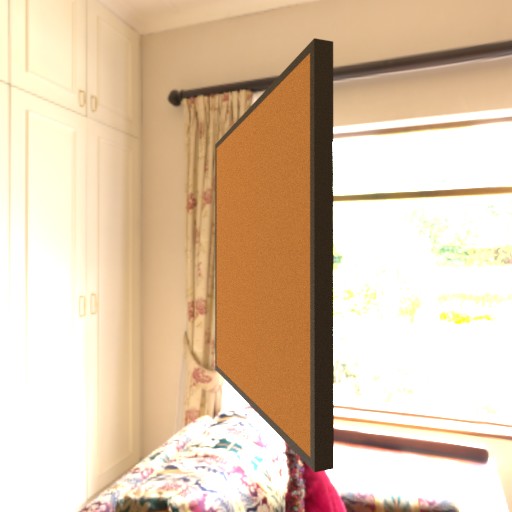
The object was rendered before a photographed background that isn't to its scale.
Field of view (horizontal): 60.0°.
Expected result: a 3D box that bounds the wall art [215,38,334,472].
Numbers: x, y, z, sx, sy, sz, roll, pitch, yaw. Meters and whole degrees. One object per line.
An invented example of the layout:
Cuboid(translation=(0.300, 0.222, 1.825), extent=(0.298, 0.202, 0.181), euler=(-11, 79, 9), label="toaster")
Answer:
Cuboid(translation=(0.000, 0.000, 1.146), extent=(0.038, 0.763, 0.763), euler=(0, 0, -18), label="wall art")
